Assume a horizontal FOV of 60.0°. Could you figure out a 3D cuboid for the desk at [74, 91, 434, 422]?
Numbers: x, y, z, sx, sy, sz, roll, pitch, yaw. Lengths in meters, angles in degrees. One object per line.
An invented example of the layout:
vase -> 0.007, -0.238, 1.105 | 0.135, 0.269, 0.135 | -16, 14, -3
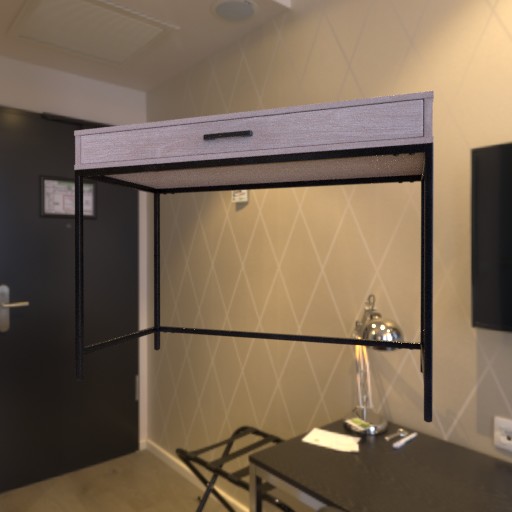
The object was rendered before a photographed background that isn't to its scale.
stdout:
desk -> 0.000, 0.000, 1.393 | 1.016, 0.762, 0.470 | 0, 1, 19
